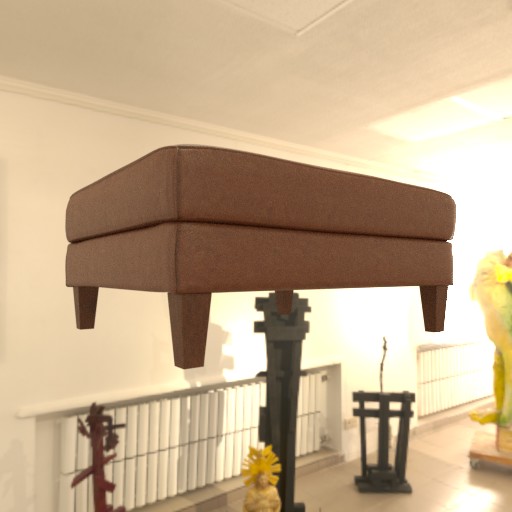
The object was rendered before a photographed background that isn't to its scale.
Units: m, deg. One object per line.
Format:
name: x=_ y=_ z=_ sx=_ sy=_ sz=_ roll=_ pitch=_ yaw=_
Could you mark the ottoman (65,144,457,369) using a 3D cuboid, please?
ottoman: x=0.000 y=0.000 z=1.414 sx=0.987 sy=0.472 sz=0.836 roll=2 pitch=-3 yaw=-36
